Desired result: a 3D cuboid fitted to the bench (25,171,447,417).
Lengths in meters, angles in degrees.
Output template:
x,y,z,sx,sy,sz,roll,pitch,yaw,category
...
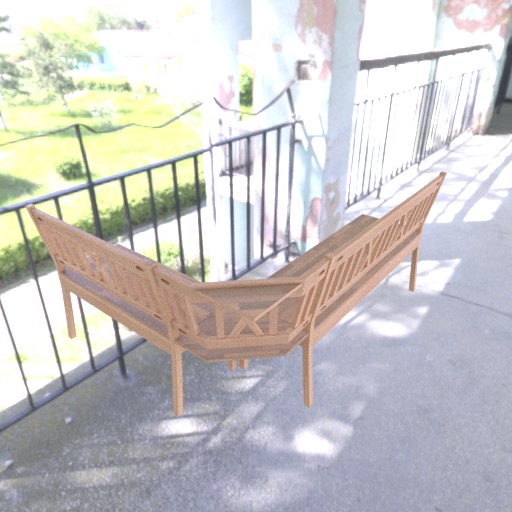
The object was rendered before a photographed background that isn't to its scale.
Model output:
x,y,z,sx,sy,sz,roll,pitch,yaw,category
0.000,0.000,2.768,1.537,0.902,1.937,21,35,33,bench
